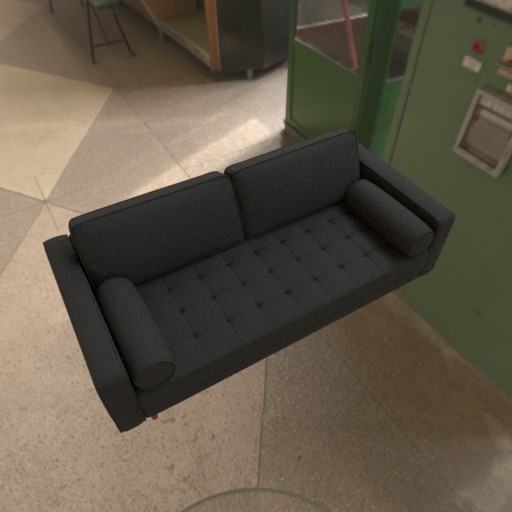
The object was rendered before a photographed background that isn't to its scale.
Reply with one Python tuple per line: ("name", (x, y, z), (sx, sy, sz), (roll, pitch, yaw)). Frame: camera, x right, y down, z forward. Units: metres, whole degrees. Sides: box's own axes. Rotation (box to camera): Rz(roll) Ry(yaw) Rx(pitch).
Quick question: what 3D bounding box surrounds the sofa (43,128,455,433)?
("sofa", (0.000, 0.000, 2.325), (1.875, 0.759, 0.914), (-23, 51, -20))
